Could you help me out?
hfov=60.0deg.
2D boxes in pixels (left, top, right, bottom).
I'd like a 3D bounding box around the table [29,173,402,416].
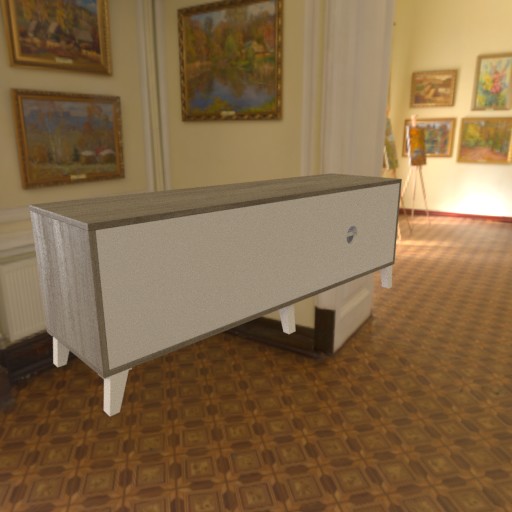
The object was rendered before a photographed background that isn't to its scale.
[{"bbox_3d":[0.000,0.000,1.760,1.500,0.530,0.400,-15,21,-42],"label":"table"}]
